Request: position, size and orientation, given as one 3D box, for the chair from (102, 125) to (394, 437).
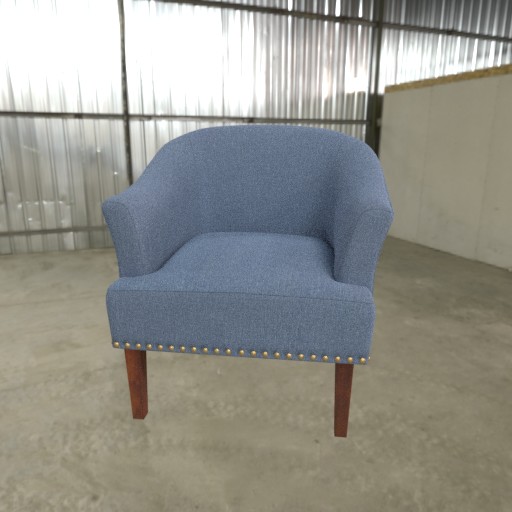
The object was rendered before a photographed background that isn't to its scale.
[{"bbox_3d":[0.000,0.000,1.406,0.772,0.815,0.704,2,15,8],"label":"chair"}]
